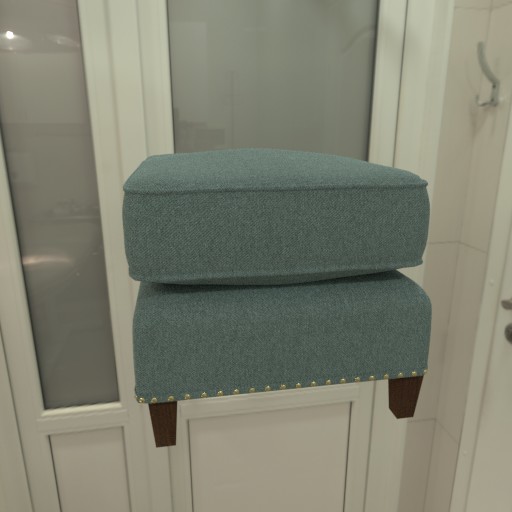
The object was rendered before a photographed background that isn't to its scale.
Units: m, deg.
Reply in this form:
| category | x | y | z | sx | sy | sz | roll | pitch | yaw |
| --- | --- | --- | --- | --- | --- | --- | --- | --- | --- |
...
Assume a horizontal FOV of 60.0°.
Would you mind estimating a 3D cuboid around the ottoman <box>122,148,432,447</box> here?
| category | x | y | z | sx | sy | sz | roll | pitch | yaw |
| --- | --- | --- | --- | --- | --- | --- | --- | --- | --- |
| ottoman | 0.000 | 0.000 | 1.138 | 0.589 | 0.537 | 0.738 | -3 | 17 | -10 |
